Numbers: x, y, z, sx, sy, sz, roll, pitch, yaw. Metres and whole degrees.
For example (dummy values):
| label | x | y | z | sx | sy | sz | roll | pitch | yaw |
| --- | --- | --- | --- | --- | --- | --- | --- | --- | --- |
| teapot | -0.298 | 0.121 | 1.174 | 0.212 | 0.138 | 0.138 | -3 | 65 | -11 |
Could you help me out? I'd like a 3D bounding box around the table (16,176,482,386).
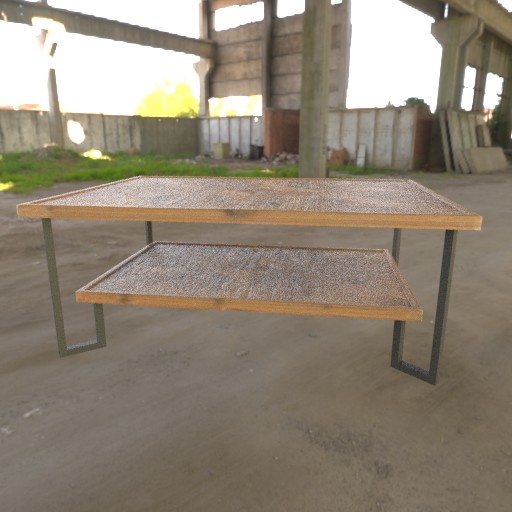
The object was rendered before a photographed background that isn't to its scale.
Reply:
| label | x | y | z | sx | sy | sz | roll | pitch | yaw |
| --- | --- | --- | --- | --- | --- | --- | --- | --- | --- |
| table | 0.000 | 0.000 | 1.643 | 1.238 | 0.492 | 0.877 | 2 | 16 | 8 |
